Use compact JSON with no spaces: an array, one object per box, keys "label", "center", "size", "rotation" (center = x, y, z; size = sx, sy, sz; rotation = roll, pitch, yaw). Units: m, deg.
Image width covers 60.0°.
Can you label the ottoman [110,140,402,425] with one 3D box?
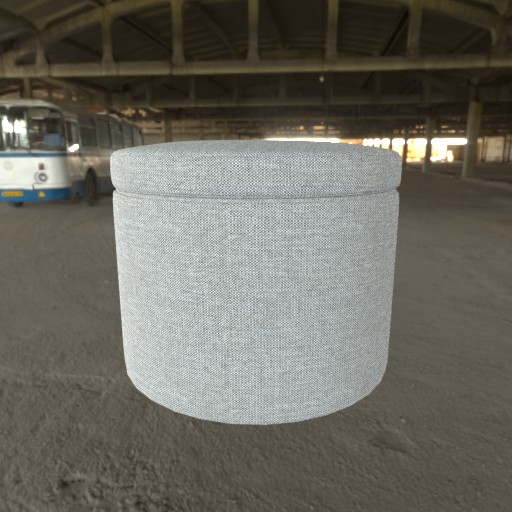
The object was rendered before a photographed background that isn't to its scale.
[{"label":"ottoman","center":[0.000,0.000,0.836],"size":[0.500,0.419,0.500],"rotation":[0,13,0]}]
